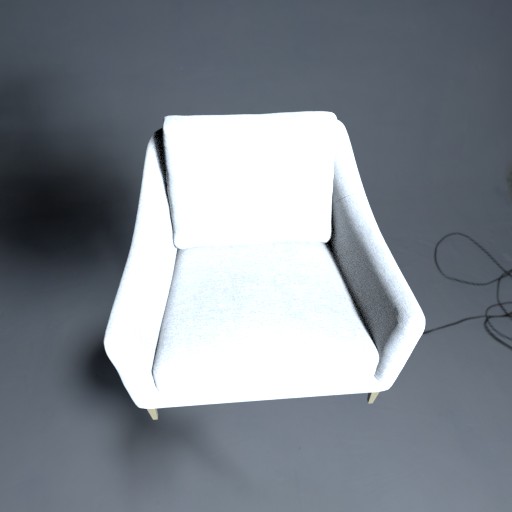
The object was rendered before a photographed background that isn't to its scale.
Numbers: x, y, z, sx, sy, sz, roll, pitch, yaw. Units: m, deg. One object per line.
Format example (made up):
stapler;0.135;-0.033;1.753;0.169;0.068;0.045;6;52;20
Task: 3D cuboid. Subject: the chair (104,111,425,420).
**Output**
chair;0.000;0.000;1.743;0.986;0.902;0.961;-3;46;-3
